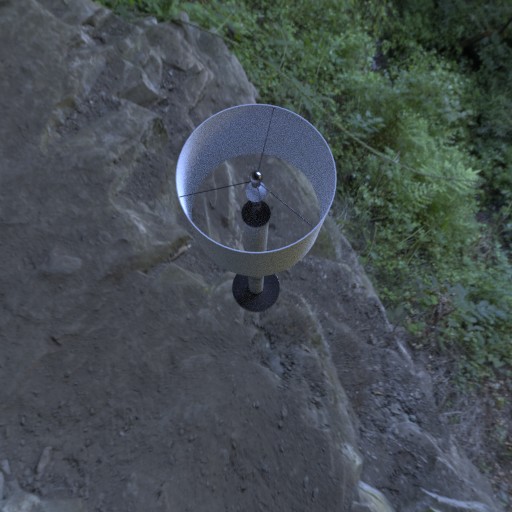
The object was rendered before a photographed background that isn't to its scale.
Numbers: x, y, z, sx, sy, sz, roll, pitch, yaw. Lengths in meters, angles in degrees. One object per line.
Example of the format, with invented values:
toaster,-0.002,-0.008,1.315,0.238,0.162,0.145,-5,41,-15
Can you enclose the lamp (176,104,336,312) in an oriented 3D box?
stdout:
lamp,0.000,0.000,1.802,0.377,1.599,0.377,-16,77,-4
